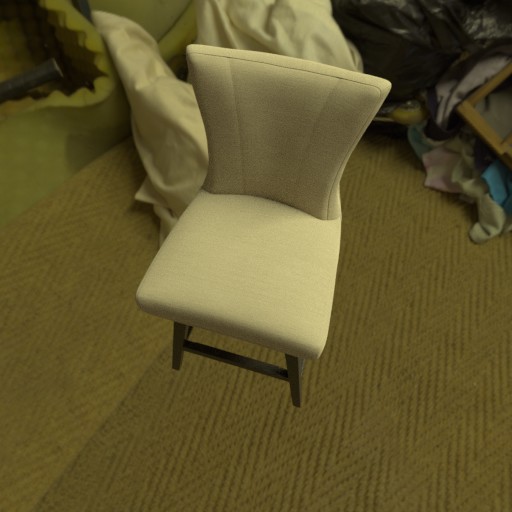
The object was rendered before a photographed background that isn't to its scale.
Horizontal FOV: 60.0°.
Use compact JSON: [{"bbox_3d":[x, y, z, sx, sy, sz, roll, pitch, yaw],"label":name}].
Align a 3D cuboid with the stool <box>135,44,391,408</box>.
[{"bbox_3d":[0.000,0.000,1.344,0.514,1.000,0.574,14,59,9],"label":"stool"}]
